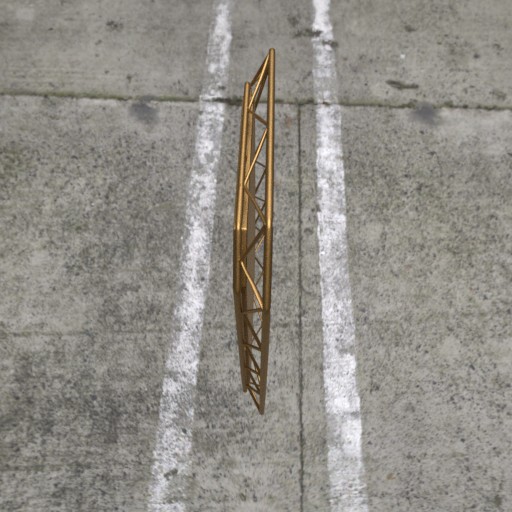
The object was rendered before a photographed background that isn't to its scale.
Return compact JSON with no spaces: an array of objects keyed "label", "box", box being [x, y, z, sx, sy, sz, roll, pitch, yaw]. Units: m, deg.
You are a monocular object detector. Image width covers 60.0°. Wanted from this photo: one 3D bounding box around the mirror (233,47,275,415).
[{"label":"mirror","box":[0.000,0.000,0.728,0.042,0.566,0.417,1,58,1]}]
